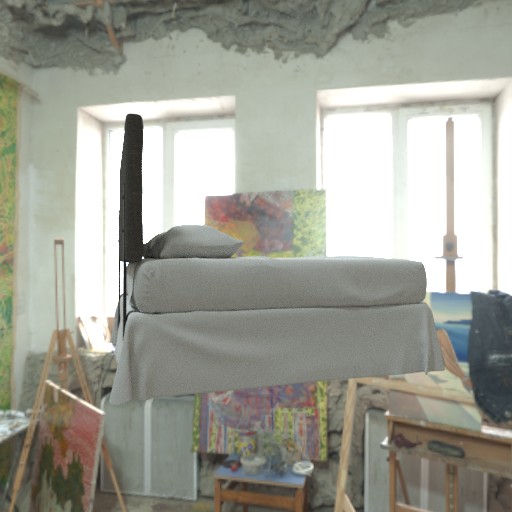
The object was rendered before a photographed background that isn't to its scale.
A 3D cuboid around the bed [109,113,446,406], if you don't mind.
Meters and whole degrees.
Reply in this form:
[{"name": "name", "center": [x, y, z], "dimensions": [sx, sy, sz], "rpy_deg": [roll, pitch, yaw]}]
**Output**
[{"name": "bed", "center": [0.000, 0.000, 3.535], "dimensions": [2.222, 1.577, 1.936], "rpy_deg": [0, -1, -18]}]
